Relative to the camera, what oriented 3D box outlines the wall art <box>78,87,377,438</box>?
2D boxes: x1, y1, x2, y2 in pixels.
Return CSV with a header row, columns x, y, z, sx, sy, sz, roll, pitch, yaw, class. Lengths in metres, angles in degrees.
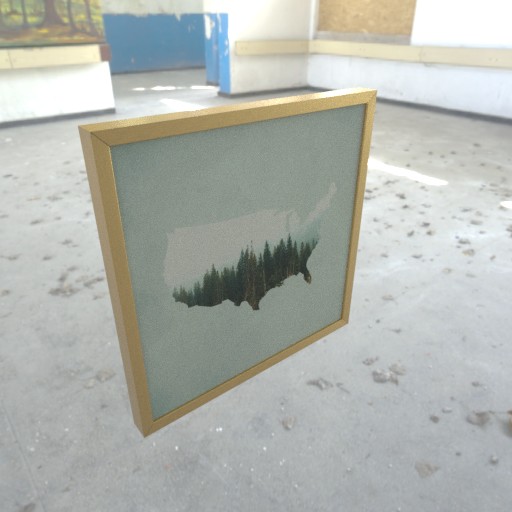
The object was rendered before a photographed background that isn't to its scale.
x,y,z,sx,sy,sz,roll,pitch,yaw,class
0.000,0.000,0.774,0.509,0.509,0.040,-21,35,-33,wall art
